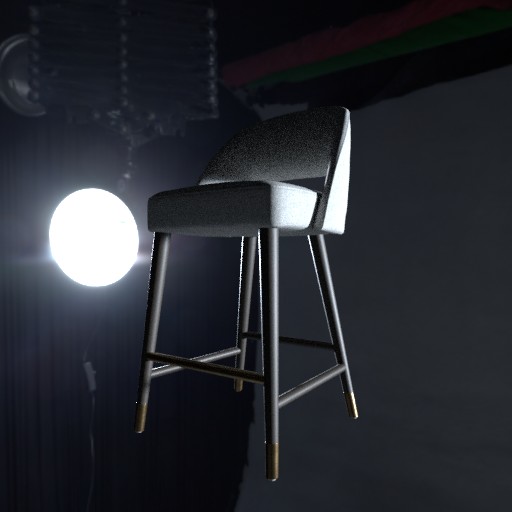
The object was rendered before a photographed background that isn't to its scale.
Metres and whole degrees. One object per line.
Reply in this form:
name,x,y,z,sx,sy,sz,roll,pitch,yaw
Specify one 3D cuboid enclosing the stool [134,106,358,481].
stool,0.000,0.000,1.257,0.494,0.940,0.509,0,1,36
